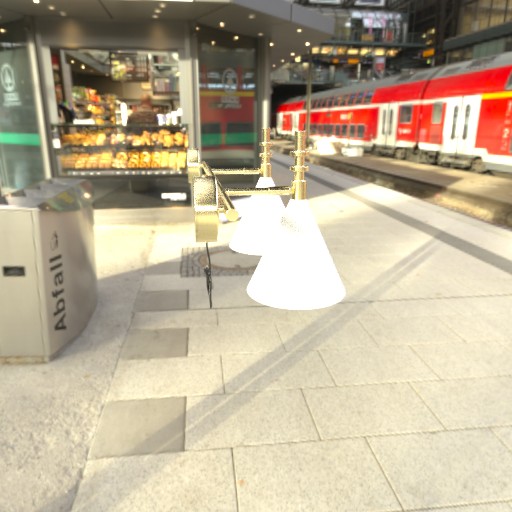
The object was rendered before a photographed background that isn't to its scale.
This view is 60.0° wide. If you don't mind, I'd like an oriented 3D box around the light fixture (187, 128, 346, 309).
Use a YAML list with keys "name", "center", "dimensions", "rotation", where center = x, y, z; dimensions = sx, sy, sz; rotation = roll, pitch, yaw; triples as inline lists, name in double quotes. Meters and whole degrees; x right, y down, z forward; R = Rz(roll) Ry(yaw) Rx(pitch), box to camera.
- name: "light fixture"
  center: [0.000, 0.000, 0.849]
  dimensions: [0.239, 0.468, 0.642]
  rotation: [-3, 17, -9]
